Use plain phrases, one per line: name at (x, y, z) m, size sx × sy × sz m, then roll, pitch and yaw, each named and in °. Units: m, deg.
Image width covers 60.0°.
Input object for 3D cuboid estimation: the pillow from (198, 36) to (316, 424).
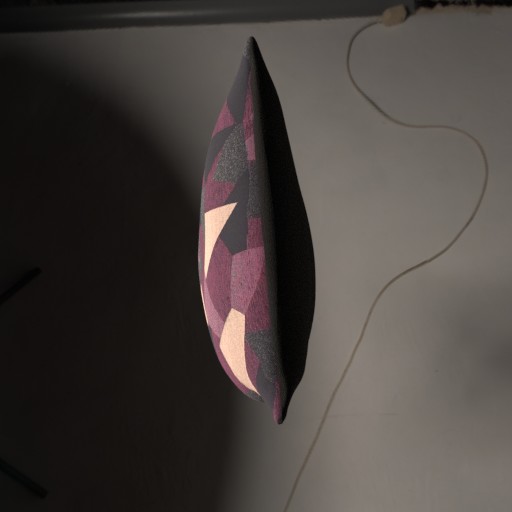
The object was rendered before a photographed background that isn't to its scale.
pillow at (0.000, 0.000, 0.765) m, size 0.208 × 0.496 × 0.503 m, roll -4°, pitch 75°, yaw -1°
